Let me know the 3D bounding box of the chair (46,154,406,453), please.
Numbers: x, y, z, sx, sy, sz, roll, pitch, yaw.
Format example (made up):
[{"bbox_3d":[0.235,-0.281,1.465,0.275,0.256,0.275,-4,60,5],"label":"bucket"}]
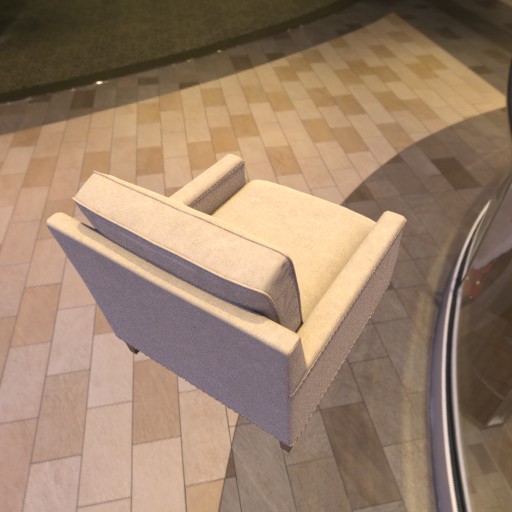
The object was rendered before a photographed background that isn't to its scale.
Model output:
[{"bbox_3d":[0.000,0.000,1.679,0.853,0.943,1.014,25,49,23],"label":"chair"}]
